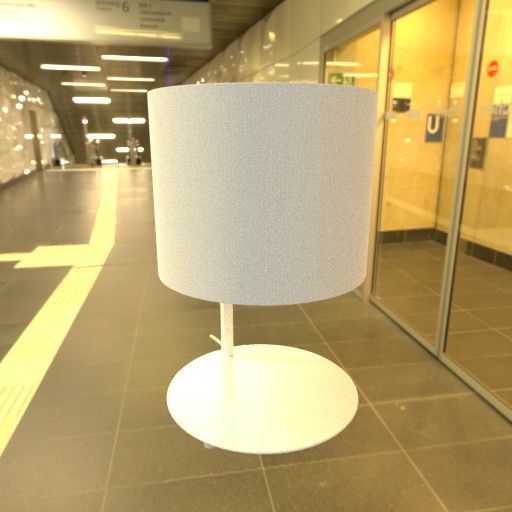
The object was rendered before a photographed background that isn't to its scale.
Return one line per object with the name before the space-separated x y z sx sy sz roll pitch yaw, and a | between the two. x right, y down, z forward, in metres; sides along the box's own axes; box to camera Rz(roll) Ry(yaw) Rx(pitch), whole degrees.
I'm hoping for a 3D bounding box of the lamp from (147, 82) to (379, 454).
lamp | 0.000 0.000 0.666 0.299 0.454 0.341 -9 18 -28
